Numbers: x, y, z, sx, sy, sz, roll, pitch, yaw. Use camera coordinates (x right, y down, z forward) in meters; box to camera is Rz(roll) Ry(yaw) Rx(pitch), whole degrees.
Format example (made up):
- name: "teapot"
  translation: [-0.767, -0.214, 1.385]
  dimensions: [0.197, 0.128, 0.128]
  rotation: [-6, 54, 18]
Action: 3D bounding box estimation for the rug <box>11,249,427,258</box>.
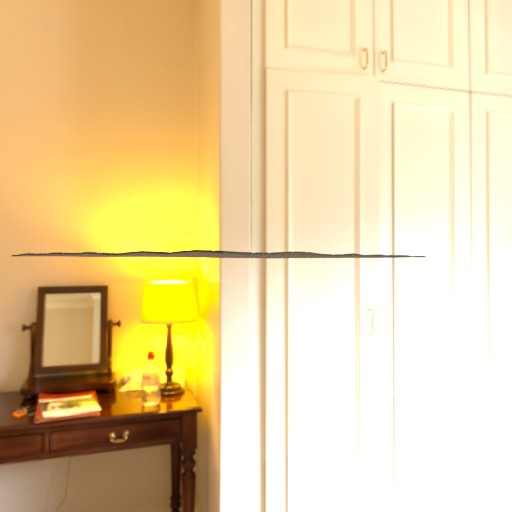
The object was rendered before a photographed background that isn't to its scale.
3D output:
- name: "rug"
  translation: [0.000, 0.000, 2.952]
  dimensions: [1.529, 0.017, 2.448]
  rotation: [0, -1, 37]
